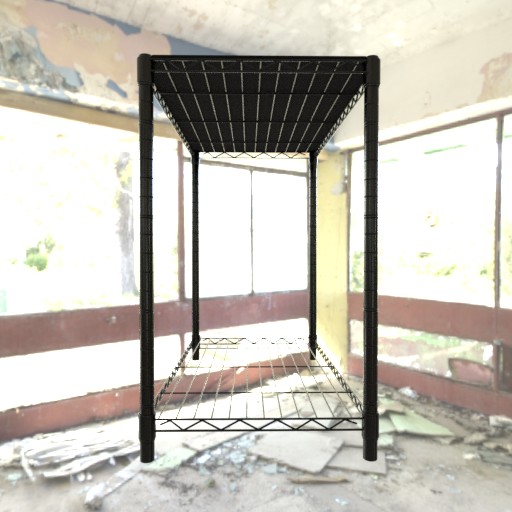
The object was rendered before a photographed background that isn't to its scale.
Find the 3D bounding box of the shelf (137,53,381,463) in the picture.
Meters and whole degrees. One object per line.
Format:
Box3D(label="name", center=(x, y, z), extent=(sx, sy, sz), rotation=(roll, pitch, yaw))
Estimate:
Box3D(label="shelf", center=(0.000, 0.000, 0.902), extent=(0.338, 0.564, 0.589), rotation=(0, 1, -1))
